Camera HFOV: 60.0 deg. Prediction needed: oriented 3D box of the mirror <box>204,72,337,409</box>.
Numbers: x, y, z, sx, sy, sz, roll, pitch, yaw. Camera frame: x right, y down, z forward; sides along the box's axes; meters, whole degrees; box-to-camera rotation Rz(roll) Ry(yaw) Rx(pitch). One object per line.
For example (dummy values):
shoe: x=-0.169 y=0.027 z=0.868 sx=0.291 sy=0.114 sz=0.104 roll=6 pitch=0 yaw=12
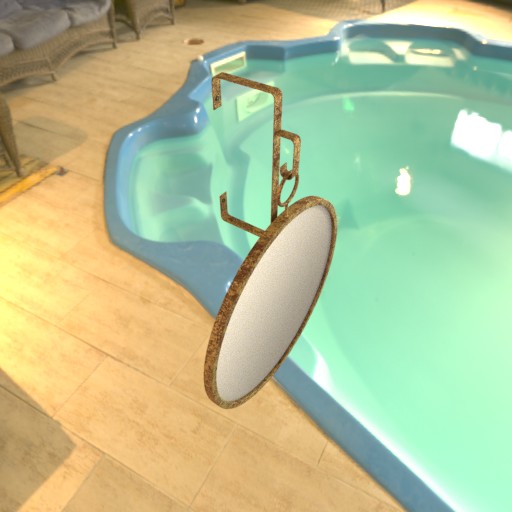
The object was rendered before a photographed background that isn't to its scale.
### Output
mirror: x=0.000 y=0.000 z=0.833 sx=0.144 sy=0.651 sz=0.447 roll=26 pitch=49 yaw=24
